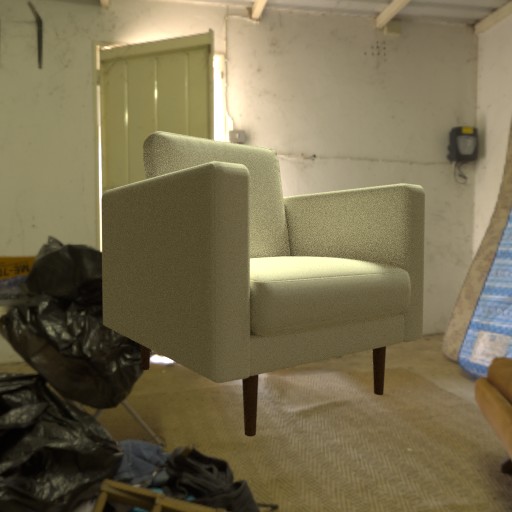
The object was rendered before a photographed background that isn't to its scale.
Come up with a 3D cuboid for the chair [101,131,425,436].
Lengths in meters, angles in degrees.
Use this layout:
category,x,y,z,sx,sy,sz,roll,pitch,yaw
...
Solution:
category,x,y,z,sx,sy,sz,roll,pitch,yaw
chair,0.000,0.000,1.563,0.831,0.899,0.879,-2,3,-36
